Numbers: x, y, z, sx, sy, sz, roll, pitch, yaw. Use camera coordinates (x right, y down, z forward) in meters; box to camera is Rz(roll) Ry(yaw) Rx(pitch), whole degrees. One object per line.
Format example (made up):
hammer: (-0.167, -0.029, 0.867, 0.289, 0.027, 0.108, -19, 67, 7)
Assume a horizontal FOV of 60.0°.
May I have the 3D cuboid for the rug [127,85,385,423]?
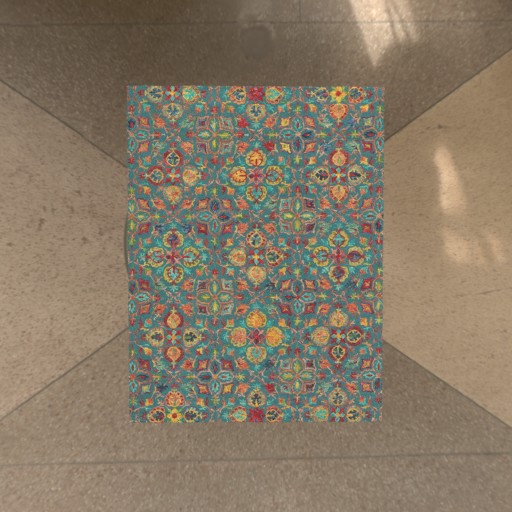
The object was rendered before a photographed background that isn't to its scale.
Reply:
rug: (0.000, 0.000, 4.222, 2.434, 0.025, 3.204, 0, 92, -1)
